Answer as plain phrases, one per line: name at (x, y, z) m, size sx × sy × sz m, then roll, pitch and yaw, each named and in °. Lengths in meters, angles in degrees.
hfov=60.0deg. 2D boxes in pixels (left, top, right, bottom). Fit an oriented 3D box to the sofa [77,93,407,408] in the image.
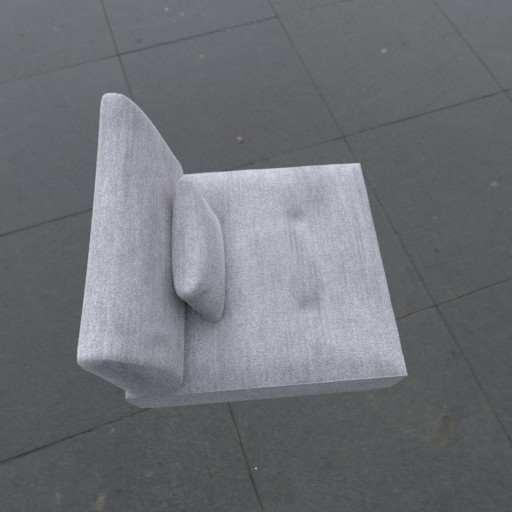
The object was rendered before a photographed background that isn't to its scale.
sofa at (0.000, 0.000, 1.649) m, size 1.000 × 0.820 × 0.930 m, roll -4°, pitch 64°, yaw -2°
